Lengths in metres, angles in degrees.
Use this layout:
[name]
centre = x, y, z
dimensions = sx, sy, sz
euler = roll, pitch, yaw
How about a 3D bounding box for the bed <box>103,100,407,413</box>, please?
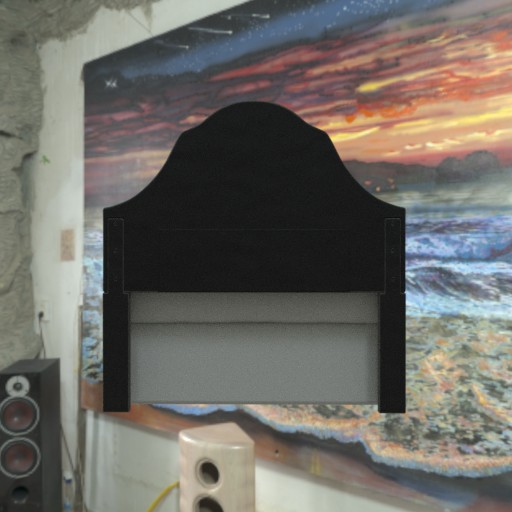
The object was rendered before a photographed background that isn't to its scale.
[bed]
centre = 0.000, 0.000, 3.299
dimensions = 1.636, 1.575, 2.155
euler = 0, 0, 1
